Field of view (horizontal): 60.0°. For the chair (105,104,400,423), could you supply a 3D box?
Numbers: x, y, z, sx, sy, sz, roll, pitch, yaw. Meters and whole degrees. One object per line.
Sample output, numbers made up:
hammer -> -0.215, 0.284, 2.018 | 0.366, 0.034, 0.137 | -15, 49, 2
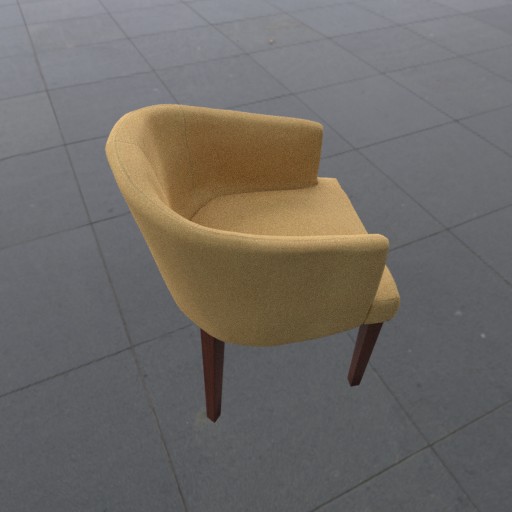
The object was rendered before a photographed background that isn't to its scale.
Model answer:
chair -> 0.000, 0.000, 1.266 | 0.655, 0.811, 0.583 | -8, 46, -7
